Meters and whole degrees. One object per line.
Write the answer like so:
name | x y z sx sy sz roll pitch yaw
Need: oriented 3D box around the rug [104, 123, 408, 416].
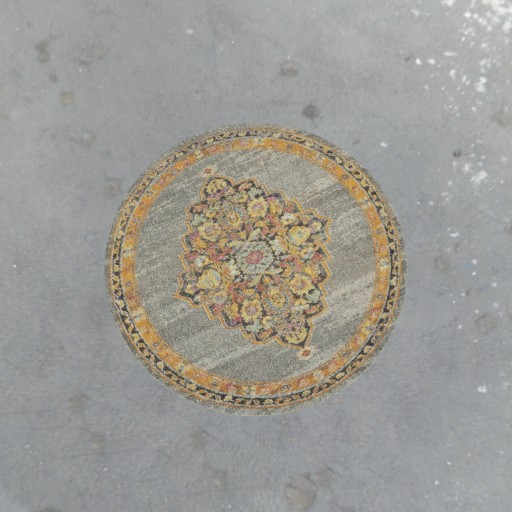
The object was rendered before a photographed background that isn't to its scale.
rug | 0.000 0.000 3.493 2.382 0.014 2.382 0 74 0
